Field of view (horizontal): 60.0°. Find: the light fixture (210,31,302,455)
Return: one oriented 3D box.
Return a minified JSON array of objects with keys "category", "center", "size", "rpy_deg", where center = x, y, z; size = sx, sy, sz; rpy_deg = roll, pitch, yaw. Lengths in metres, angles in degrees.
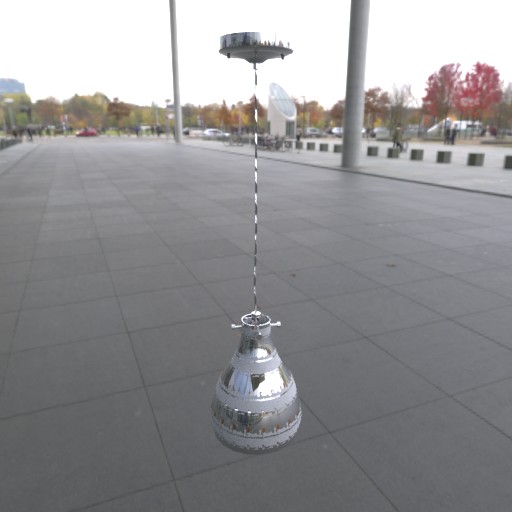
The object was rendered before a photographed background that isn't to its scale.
[{"category":"light fixture","center":[0.000,0.000,1.635],"size":[0.374,1.457,0.374],"rpy_deg":[-2,16,-7]}]
